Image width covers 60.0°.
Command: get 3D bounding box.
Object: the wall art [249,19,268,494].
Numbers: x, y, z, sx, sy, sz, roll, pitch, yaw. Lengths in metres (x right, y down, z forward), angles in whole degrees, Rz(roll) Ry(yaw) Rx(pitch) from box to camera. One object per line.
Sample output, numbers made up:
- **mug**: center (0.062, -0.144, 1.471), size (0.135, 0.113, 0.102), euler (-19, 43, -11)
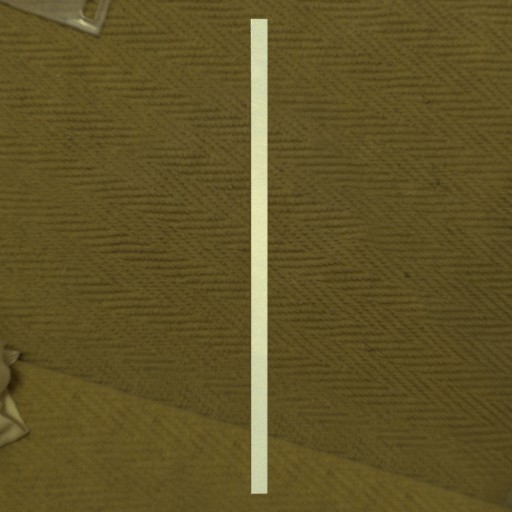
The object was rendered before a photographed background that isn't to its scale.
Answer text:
- **wall art**: center (0.000, 0.000, 1.449), size (0.041, 0.762, 1.145), euler (0, 91, -1)
